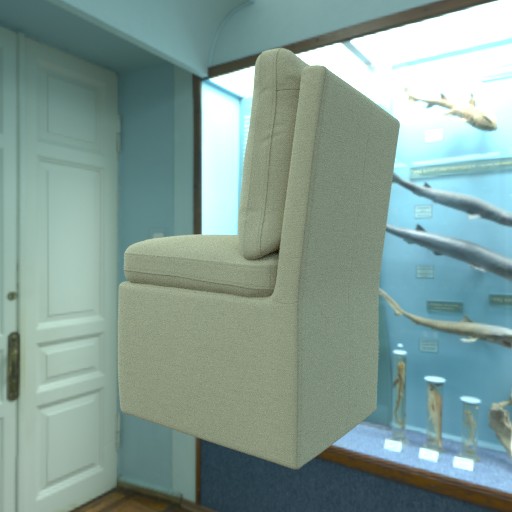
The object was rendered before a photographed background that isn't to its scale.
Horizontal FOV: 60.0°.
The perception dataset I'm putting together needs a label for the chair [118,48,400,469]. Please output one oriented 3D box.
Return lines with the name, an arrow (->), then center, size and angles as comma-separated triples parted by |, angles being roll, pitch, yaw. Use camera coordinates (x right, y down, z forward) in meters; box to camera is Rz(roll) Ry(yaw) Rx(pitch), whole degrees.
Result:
chair -> 0.000, 0.000, 1.295 | 0.698, 0.927, 0.503 | 0, 0, 36
